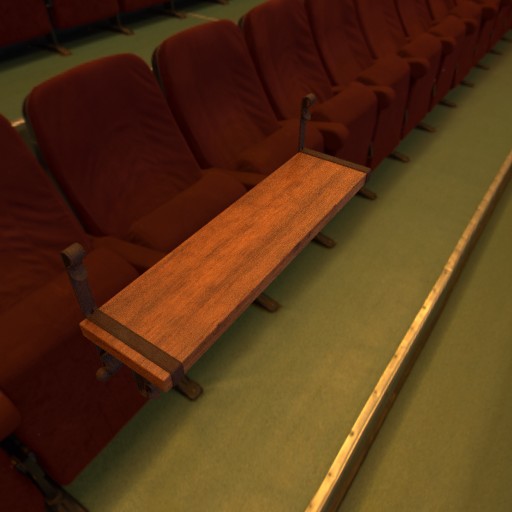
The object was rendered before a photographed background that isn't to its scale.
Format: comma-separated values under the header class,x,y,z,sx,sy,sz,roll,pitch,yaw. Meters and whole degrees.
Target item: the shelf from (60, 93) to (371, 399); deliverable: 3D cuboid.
class,x,y,z,sx,sy,sz,roll,pitch,yaw
shelf,0.000,0.000,0.714,0.146,0.330,0.567,25,47,25
